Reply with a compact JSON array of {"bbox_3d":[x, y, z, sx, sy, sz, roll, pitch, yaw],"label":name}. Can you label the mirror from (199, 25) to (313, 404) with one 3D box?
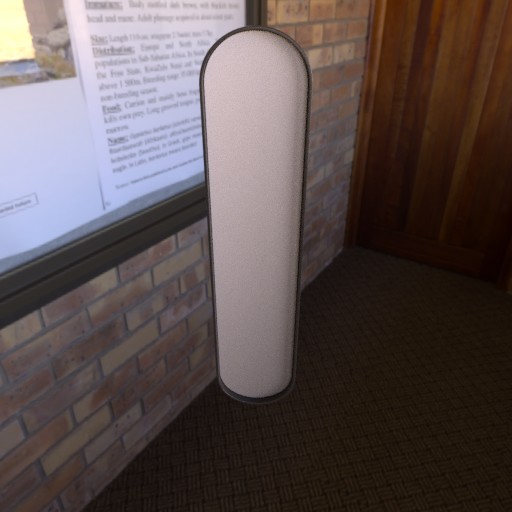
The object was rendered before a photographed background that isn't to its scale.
[{"bbox_3d":[0.000,0.000,1.073,0.222,0.991,0.032,1,30,2],"label":"mirror"}]
